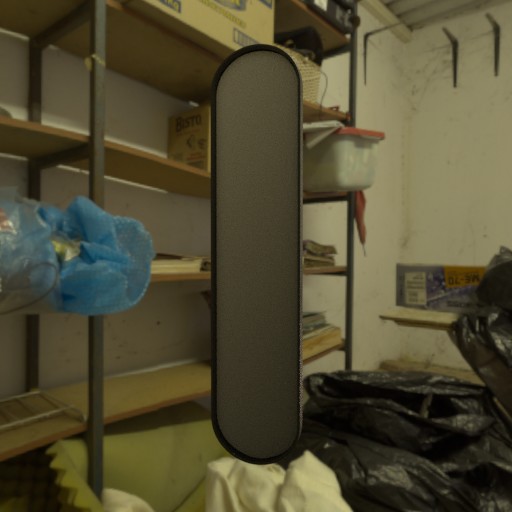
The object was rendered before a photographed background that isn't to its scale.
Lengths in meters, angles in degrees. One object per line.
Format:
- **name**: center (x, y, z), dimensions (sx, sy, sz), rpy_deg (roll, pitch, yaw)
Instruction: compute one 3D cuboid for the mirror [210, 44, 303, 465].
- **mirror**: center (0.000, 0.000, 1.059), dimensions (0.222, 0.991, 0.032), rpy_deg (0, 1, 18)
